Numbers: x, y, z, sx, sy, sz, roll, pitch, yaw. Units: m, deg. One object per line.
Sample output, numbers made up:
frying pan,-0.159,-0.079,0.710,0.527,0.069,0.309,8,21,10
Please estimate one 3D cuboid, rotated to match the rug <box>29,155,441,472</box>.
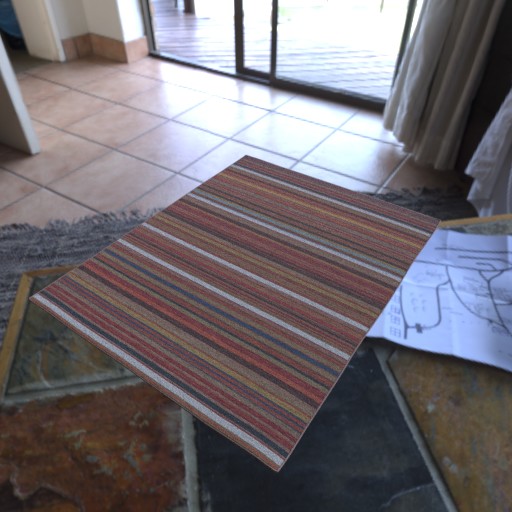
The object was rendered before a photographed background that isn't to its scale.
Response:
rug,0.000,0.000,4.098,2.479,0.023,3.092,25,46,26
